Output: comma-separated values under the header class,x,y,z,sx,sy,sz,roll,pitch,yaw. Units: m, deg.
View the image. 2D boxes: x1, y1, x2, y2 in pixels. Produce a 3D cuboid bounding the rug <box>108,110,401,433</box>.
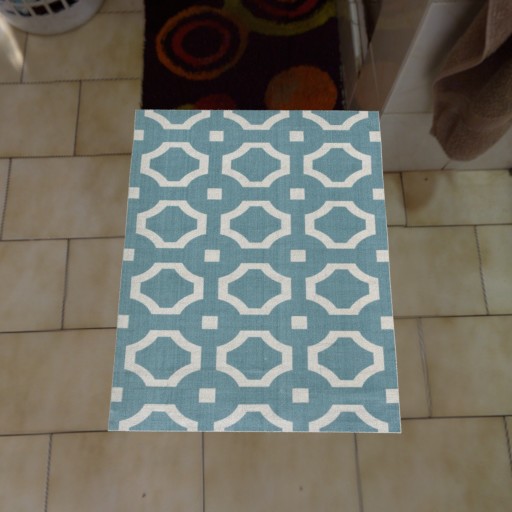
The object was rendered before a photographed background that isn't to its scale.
class,x,y,z,sx,sy,sz,roll,pitch,yaw
rug,0.000,0.000,4.099,2.466,0.021,3.049,0,75,0
